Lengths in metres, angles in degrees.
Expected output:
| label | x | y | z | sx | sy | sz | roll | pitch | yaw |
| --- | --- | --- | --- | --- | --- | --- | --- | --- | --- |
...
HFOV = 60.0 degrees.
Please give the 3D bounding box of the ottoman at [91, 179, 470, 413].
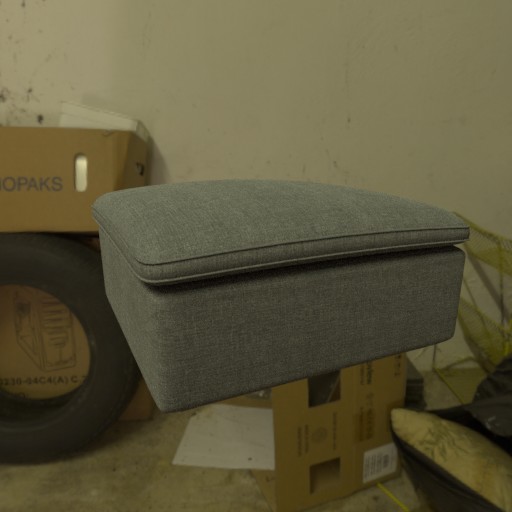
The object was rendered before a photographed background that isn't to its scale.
| label | x | y | z | sx | sy | sz | roll | pitch | yaw |
| --- | --- | --- | --- | --- | --- | --- | --- | --- | --- |
| ottoman | 0.000 | 0.000 | 1.683 | 1.067 | 0.559 | 1.067 | -7 | 16 | -25 |
